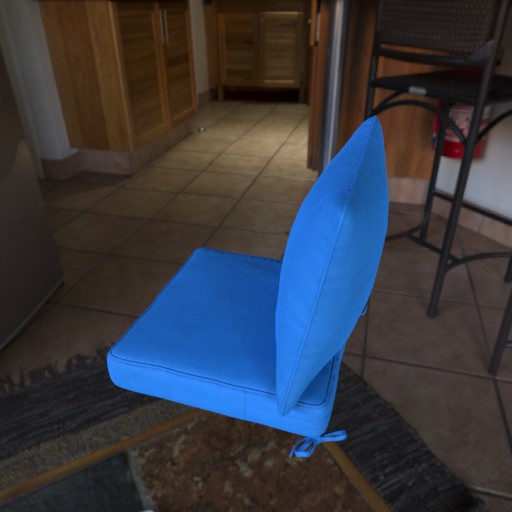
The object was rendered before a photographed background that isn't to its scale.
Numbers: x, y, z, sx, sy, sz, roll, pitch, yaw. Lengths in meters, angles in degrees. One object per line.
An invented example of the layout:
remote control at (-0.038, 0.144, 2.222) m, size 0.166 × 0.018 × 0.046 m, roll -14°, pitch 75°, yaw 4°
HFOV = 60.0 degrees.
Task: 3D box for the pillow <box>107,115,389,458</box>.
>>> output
pillow at (0.000, 0.000, 1.355) m, size 0.733 × 0.725 × 0.798 m, roll 9°, pitch 32°, yaw 15°
